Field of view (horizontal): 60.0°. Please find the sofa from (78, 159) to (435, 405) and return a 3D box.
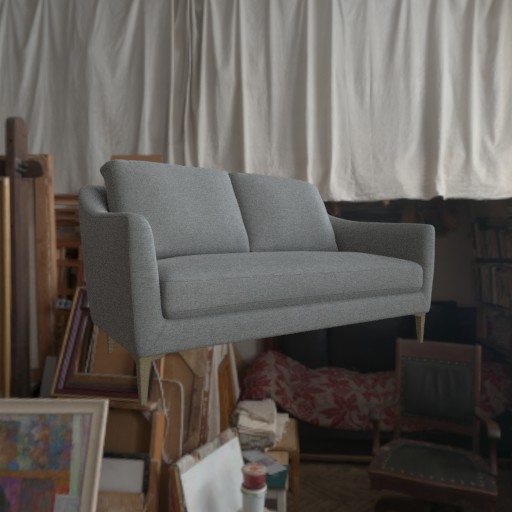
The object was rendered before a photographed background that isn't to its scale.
[{"bbox_3d":[0.000,0.000,2.189,1.619,0.904,0.960,-1,2,-36],"label":"sofa"}]
